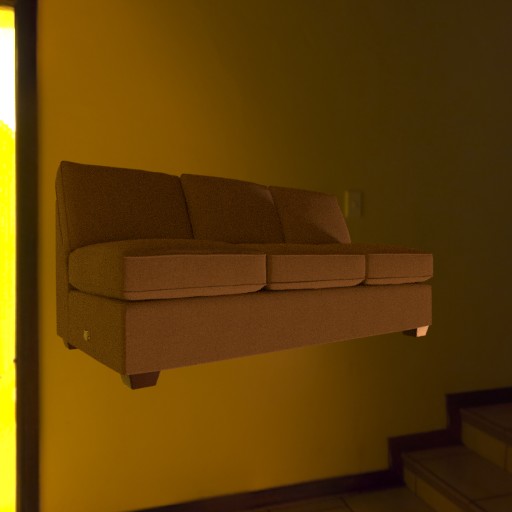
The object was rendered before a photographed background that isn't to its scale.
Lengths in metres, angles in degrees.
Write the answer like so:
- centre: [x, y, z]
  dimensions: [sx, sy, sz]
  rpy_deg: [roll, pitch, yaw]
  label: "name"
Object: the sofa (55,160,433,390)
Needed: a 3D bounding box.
- centre: [0.000, 0.000, 2.688]
  dimensions: [2.092, 1.036, 1.127]
  rpy_deg: [0, 0, -36]
  label: "sofa"
